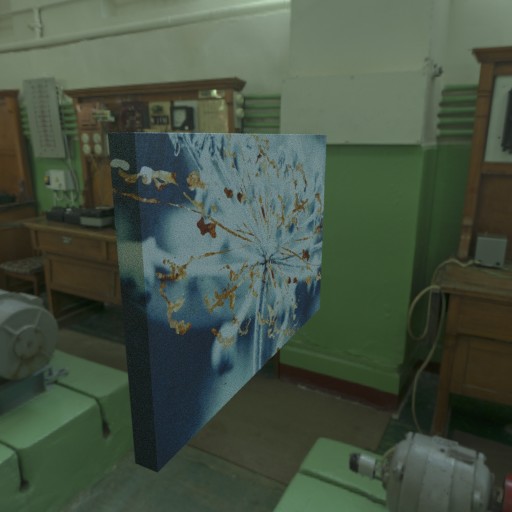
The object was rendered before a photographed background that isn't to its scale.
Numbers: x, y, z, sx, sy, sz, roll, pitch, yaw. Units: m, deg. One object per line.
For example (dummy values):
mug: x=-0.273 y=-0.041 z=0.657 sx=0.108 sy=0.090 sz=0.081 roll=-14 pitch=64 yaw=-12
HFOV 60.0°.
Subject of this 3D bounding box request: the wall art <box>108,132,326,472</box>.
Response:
wall art: x=0.000 y=0.000 z=0.765 sx=0.036 sy=0.405 sz=0.607 roll=8 pitch=17 yaw=26
